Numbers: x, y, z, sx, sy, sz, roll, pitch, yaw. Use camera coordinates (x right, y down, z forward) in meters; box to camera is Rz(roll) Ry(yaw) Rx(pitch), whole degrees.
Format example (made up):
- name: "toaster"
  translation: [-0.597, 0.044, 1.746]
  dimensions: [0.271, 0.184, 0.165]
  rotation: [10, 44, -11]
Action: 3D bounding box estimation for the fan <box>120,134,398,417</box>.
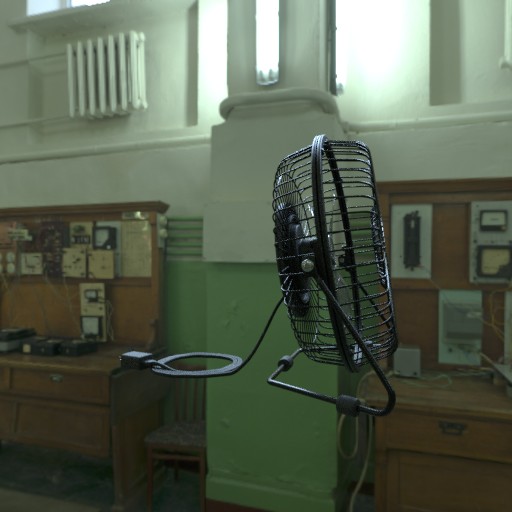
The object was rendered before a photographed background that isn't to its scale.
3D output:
- name: "fan"
  translation: [0.000, 0.000, 0.371]
  dimensions: [0.227, 0.188, 0.209]
  rotation: [0, 0, 17]
